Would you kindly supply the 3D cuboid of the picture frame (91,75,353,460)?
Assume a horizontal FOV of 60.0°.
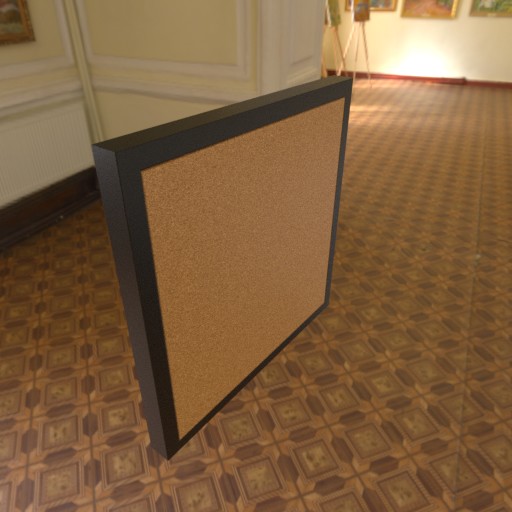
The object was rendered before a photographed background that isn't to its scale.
[{"bbox_3d":[0.000,0.000,0.527,0.029,0.353,0.355,22,38,31],"label":"picture frame"}]
